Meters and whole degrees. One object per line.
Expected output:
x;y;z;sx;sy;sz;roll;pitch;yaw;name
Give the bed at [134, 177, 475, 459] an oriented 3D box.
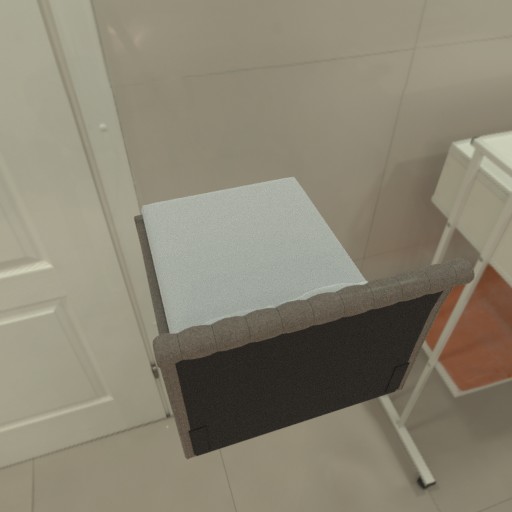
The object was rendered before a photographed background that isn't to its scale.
0.000;0.000;3.307;1.645;1.371;2.252;-13;46;-13;bed
